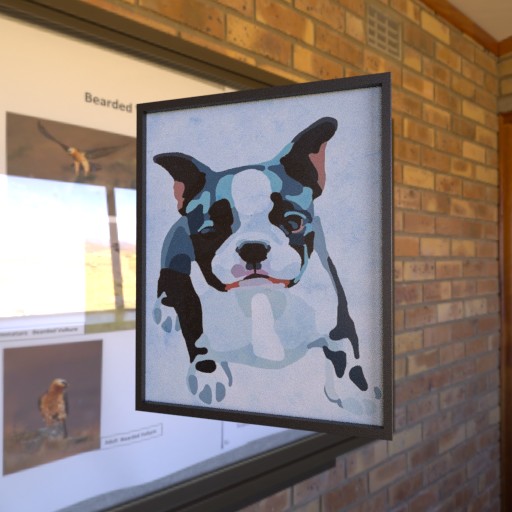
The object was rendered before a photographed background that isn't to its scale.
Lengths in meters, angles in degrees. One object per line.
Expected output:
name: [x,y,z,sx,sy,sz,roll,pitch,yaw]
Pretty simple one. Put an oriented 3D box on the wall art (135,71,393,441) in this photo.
wall art: [0.000,0.000,0.502,0.294,0.369,0.030,0,-1,18]
